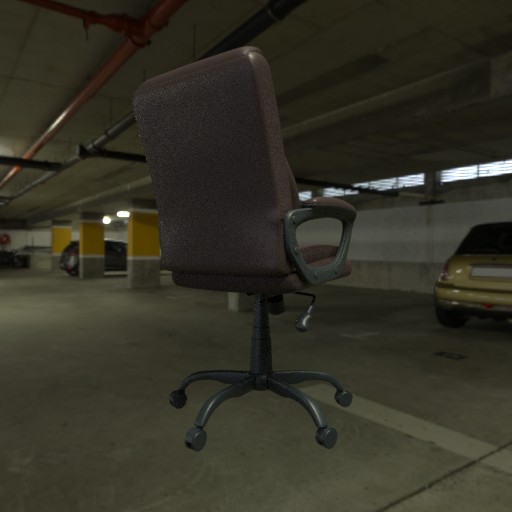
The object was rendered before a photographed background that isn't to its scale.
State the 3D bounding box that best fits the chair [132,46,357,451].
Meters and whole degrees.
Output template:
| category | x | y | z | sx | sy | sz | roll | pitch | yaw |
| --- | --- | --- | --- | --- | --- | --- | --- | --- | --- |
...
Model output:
| category | x | y | z | sx | sy | sz | roll | pitch | yaw |
| --- | --- | --- | --- | --- | --- | --- | --- | --- | --- |
| chair | 0.000 | 0.000 | 1.453 | 0.615 | 1.072 | 0.655 | 1 | 1 | 37 |
